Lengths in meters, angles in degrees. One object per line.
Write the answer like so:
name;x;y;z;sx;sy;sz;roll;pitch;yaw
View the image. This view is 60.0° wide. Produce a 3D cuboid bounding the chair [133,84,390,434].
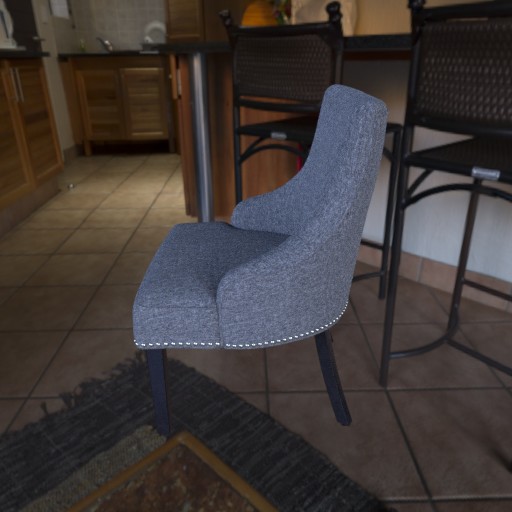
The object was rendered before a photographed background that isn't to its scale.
chair;0.000;0.000;1.299;0.629;0.909;0.566;0;25;1
